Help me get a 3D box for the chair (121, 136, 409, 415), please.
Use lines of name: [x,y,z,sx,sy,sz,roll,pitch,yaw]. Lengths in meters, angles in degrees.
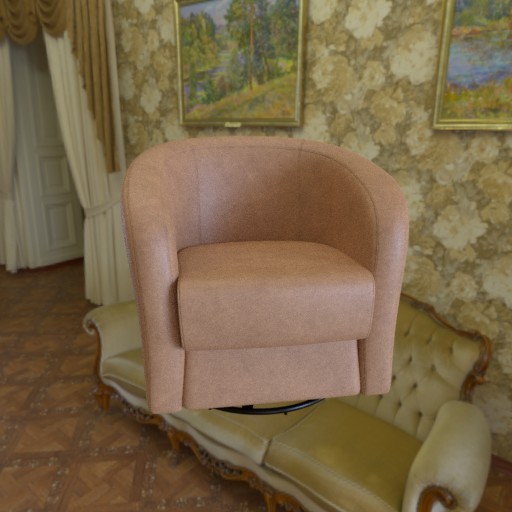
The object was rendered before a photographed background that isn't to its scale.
chair: [0.000,0.000,1.478,0.791,0.771,0.815,-2,16,-8]
